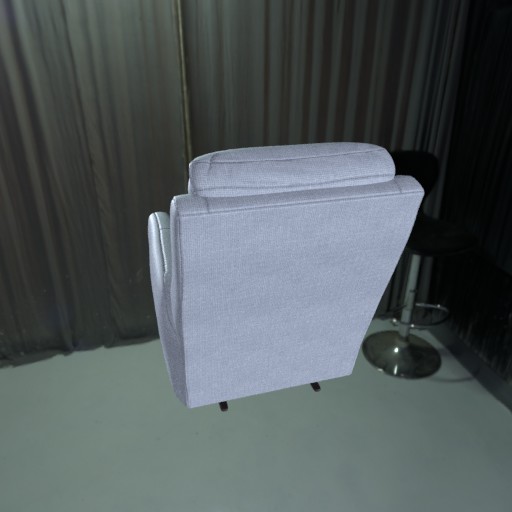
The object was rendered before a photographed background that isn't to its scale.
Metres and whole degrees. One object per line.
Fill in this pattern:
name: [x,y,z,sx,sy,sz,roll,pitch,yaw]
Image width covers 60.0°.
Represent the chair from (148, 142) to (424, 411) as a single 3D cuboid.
chair: [0.000,0.000,1.770,0.829,1.030,1.080,-7,27,-14]
